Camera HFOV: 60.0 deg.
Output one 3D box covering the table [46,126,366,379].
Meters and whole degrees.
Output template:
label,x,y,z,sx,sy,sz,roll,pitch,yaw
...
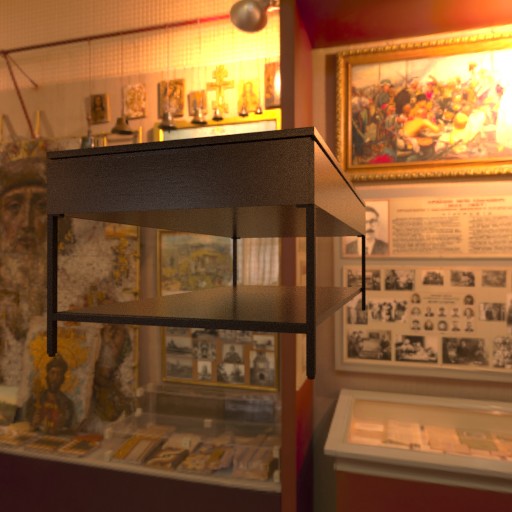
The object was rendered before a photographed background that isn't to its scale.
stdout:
label,x,y,z,sx,sy,sz,roll,pitch,yaw
table,0.000,0.000,1.367,0.574,0.435,1.095,0,0,18
